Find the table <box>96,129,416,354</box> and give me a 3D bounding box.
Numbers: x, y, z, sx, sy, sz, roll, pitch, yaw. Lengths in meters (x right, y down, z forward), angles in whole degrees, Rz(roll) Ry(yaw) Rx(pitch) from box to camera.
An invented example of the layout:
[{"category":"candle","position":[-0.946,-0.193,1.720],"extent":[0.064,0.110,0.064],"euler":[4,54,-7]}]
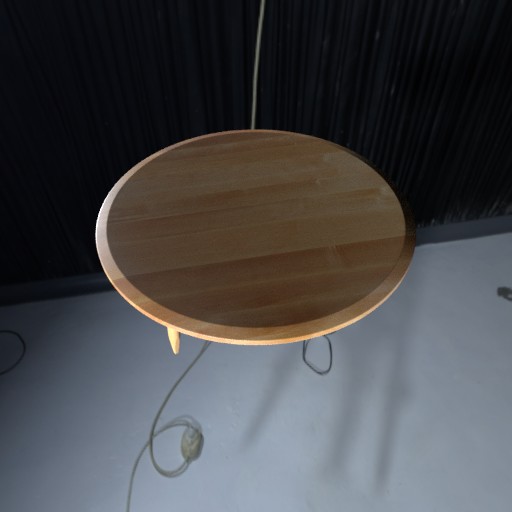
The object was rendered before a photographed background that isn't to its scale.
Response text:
[{"category":"table","position":[0.000,0.000,1.422],"extent":[0.900,0.400,0.900],"euler":[0,46,0]}]
